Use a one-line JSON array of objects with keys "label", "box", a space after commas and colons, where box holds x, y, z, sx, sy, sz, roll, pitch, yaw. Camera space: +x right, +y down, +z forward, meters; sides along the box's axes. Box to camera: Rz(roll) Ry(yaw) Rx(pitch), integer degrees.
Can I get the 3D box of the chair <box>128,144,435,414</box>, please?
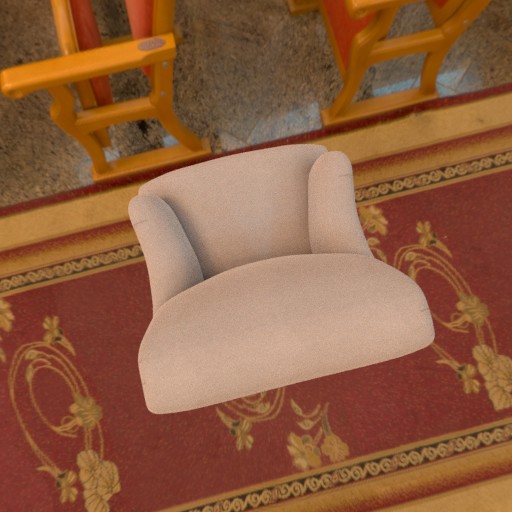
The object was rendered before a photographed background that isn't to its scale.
[{"label": "chair", "box": [0.000, 0.000, 1.559, 0.766, 0.942, 0.842, -13, 78, -3]}]
